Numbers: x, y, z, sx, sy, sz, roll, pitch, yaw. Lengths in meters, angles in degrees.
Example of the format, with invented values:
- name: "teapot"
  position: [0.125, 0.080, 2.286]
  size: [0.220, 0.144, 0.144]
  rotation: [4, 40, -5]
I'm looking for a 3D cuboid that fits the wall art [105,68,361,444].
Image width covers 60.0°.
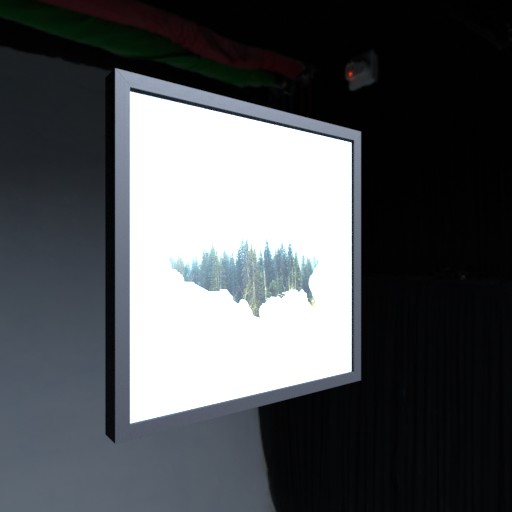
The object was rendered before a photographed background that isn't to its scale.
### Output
- name: "wall art"
  position: [0.000, 0.000, 0.769]
  size: [0.509, 0.509, 0.040]
  rotation: [0, 0, -37]
